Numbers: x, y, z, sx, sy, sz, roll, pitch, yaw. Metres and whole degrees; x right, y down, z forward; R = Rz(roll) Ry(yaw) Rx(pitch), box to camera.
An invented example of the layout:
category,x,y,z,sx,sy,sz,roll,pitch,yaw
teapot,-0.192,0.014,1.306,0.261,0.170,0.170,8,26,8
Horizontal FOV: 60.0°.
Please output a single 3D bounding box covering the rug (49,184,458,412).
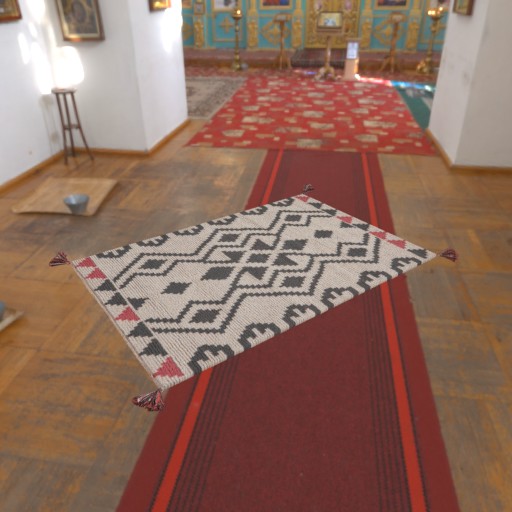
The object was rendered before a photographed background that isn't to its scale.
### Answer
category,x,y,z,sx,sy,sz,roll,pitch,yaw
rug,0.000,0.000,2.641,2.069,0.067,1.444,-20,35,-31
